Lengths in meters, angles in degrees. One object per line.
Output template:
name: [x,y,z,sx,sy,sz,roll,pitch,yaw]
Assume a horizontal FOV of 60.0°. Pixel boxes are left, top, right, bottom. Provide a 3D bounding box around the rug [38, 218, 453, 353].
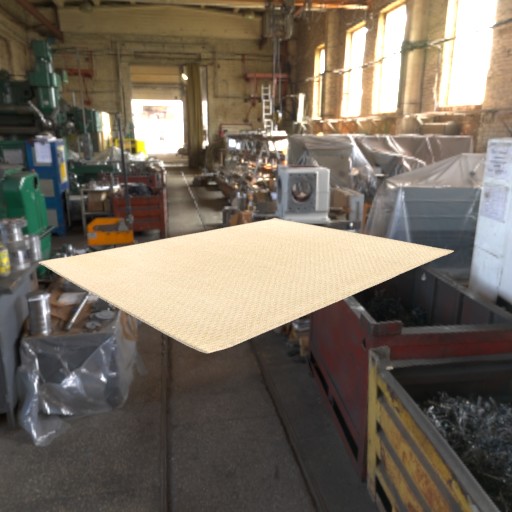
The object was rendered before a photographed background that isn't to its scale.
rug: [0.000,0.000,3.904,2.897,0.035,2.277,-15,21,-42]
